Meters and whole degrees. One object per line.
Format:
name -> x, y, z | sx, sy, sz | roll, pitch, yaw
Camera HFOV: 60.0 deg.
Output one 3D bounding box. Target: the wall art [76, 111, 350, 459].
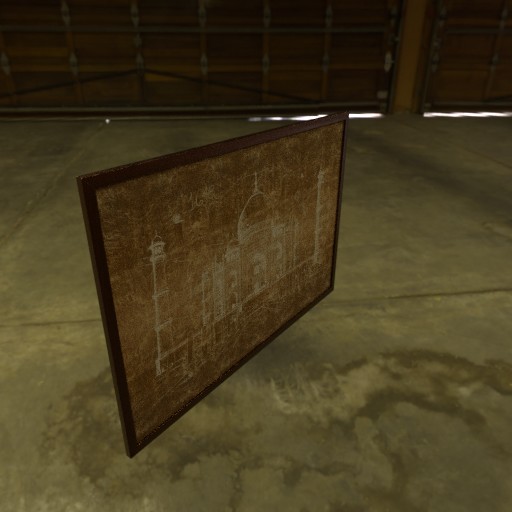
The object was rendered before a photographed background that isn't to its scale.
wall art -> 0.000, 0.000, 1.034 | 0.014, 0.559, 0.816 | 19, 31, 33
